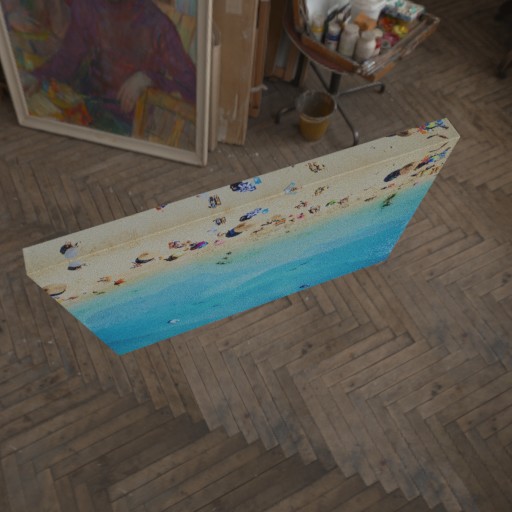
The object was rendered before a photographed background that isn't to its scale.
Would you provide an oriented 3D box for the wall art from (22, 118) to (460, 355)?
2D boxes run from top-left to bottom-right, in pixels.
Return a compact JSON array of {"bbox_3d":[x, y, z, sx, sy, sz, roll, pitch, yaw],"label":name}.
[{"bbox_3d":[0.000,0.000,0.773,0.609,0.406,0.039,-19,65,-9],"label":"wall art"}]
